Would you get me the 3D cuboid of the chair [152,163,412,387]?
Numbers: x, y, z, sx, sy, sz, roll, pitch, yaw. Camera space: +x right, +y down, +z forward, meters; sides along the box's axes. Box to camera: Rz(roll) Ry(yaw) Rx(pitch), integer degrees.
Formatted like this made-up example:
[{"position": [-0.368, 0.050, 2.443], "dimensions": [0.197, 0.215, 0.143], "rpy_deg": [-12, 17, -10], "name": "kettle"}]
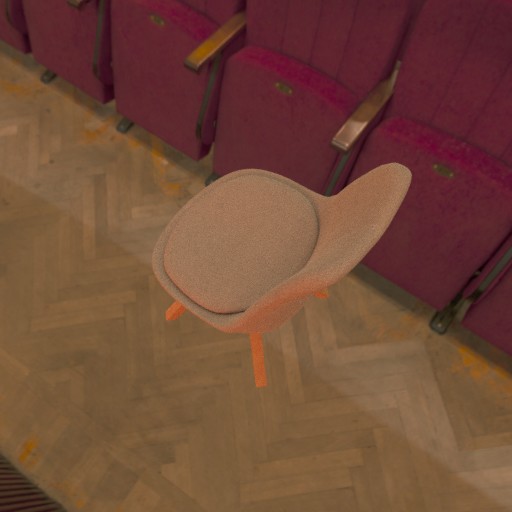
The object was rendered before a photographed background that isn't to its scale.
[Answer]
[{"position": [0.000, 0.000, 1.209], "dimensions": [0.549, 0.863, 0.474], "rpy_deg": [34, 68, 16], "name": "chair"}]
